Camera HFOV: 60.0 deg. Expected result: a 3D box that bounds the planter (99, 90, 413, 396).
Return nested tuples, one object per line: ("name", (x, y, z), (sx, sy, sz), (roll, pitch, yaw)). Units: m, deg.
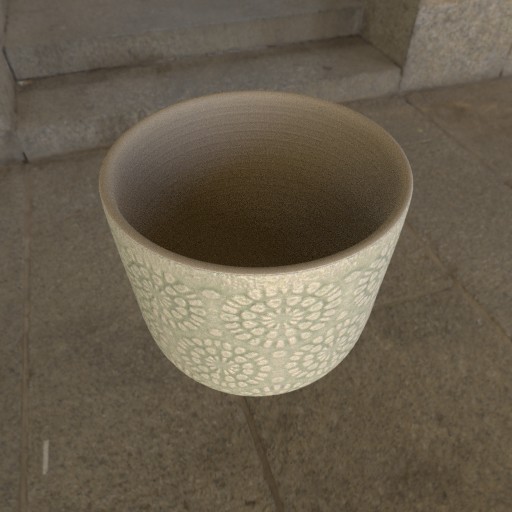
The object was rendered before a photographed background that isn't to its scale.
("planter", (0.000, 0.000, 0.299), (0.169, 0.153, 0.169), (0, 46, 0))
